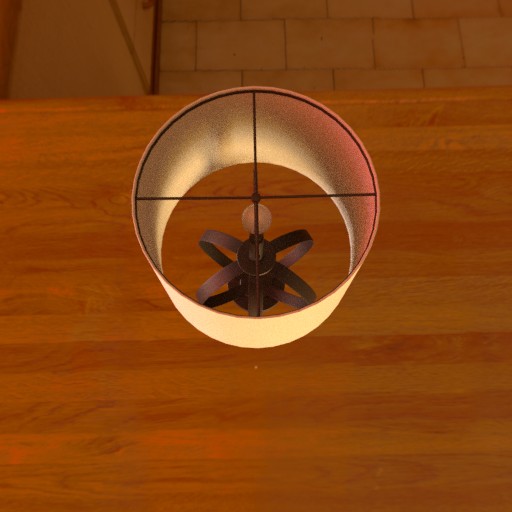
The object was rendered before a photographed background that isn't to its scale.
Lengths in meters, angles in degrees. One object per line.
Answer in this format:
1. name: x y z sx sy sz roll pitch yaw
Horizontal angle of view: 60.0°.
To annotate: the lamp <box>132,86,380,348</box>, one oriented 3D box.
1. lamp: 0.000 0.000 0.696 0.286 0.510 0.286 0 76 0
